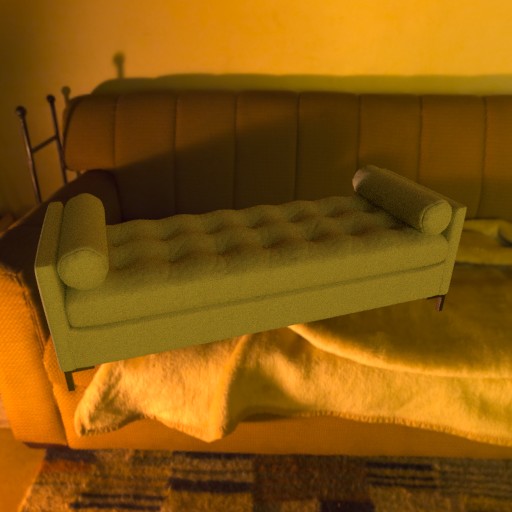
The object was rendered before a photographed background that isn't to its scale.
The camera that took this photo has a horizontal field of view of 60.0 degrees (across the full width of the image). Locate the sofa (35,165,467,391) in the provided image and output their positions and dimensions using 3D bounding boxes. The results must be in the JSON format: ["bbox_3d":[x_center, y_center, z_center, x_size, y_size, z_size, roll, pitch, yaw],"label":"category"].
[{"bbox_3d":[0.000,0.000,2.465,2.102,0.705,0.796,-9,28,-16],"label":"sofa"}]
